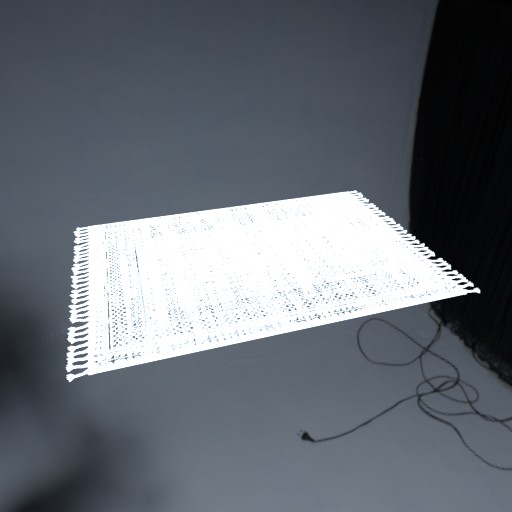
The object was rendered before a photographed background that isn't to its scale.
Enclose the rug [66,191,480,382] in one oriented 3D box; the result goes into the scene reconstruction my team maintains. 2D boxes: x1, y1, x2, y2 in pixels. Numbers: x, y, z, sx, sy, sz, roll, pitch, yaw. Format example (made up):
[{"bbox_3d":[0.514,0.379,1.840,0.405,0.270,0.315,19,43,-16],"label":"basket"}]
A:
[{"bbox_3d":[0.000,0.000,2.358,1.872,0.013,1.243,-9,33,-15],"label":"rug"}]
